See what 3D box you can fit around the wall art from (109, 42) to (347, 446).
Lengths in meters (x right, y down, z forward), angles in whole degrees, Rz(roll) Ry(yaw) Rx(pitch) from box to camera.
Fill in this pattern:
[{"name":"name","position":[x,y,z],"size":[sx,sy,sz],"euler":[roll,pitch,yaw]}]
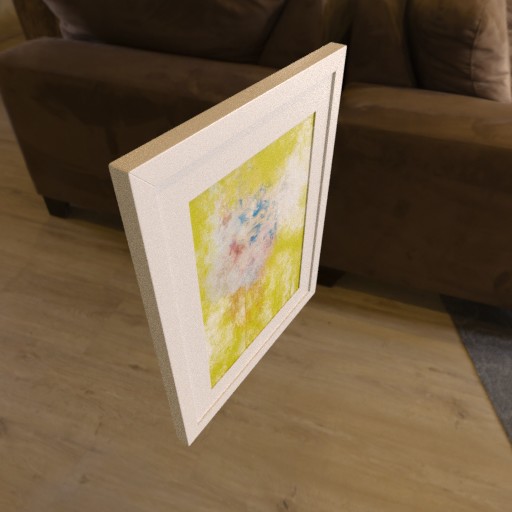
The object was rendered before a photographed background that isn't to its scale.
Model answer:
[{"name":"wall art","position":[0.000,0.000,0.739],"size":[0.028,0.556,0.454],"euler":[25,48,25]}]
